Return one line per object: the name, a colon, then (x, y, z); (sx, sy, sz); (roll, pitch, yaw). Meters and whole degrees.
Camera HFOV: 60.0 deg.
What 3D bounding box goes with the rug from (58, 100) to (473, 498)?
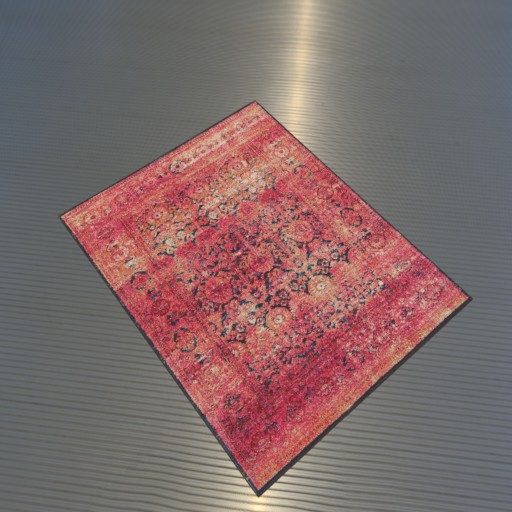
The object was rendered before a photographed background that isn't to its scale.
rug: (0.000, 0.000, 4.036); (2.411, 0.020, 3.032); (-36, 69, -16)
